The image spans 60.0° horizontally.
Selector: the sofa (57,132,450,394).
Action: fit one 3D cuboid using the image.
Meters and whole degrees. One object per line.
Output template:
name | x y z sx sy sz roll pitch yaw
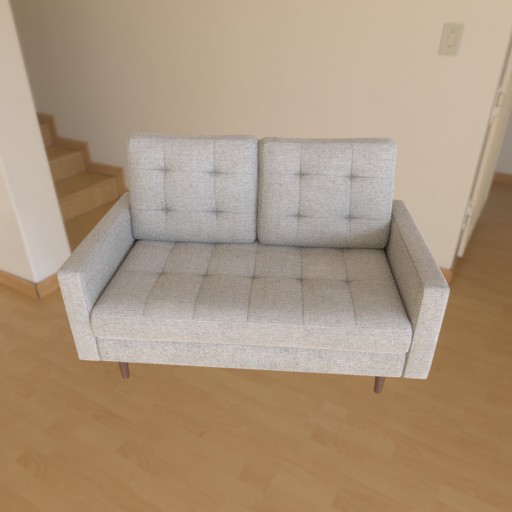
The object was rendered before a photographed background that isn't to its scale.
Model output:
sofa | 0.000 0.000 1.944 1.407 0.907 0.842 2 30 4
